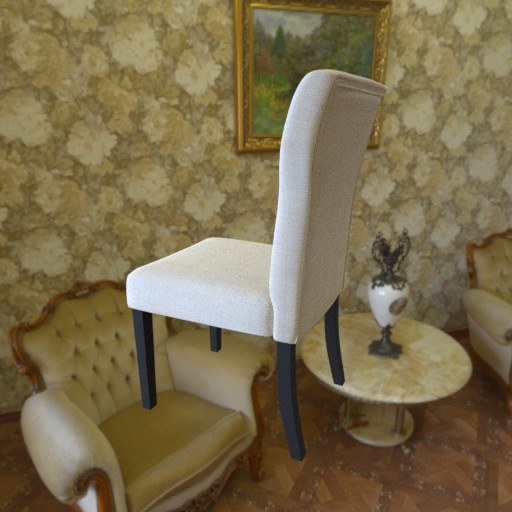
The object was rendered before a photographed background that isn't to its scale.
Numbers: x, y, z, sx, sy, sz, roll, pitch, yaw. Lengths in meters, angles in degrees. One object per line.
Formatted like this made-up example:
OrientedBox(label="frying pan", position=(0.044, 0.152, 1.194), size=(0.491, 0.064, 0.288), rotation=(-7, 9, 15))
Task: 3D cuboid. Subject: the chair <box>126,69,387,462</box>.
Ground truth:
OrientedBox(label="chair", position=(0.000, 0.000, 1.255), size=(0.597, 0.921, 0.509), rotation=(8, 19, 25))
